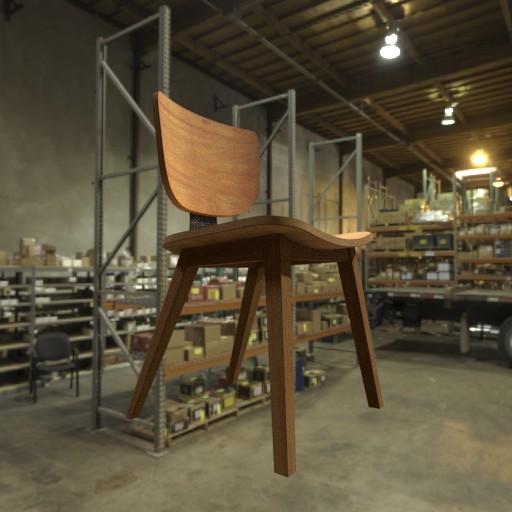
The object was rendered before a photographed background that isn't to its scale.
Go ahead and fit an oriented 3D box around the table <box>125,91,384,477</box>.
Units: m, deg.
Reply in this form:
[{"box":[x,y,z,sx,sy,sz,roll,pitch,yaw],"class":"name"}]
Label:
[{"box":[0.000,0.000,1.141,0.500,0.805,0.499,-1,-2,35],"class":"table"}]
